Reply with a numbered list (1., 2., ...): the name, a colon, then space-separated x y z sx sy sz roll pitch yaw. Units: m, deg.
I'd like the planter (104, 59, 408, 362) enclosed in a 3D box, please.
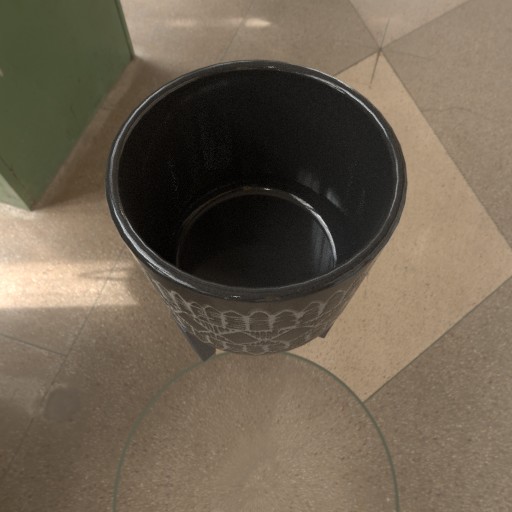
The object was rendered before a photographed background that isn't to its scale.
1. planter: 0.000 0.000 0.268 0.129 0.177 0.129 0 62 0
